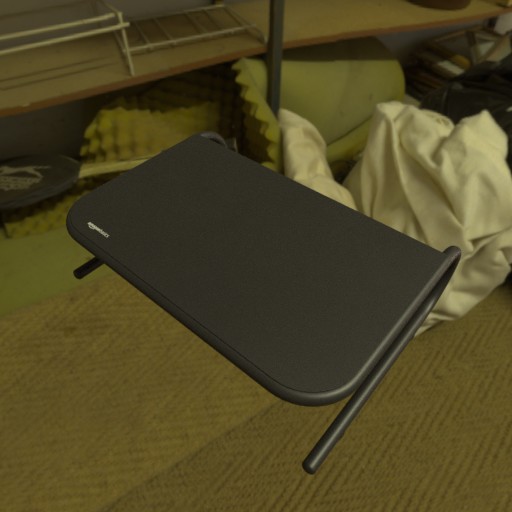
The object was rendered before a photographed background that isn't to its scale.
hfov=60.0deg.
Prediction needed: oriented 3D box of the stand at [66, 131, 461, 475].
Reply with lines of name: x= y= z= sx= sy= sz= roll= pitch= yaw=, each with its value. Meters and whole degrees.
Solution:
stand: x=0.000 y=0.000 z=0.514 sx=0.370 sy=0.108 sz=0.280 roll=31 pitch=53 yaw=27
